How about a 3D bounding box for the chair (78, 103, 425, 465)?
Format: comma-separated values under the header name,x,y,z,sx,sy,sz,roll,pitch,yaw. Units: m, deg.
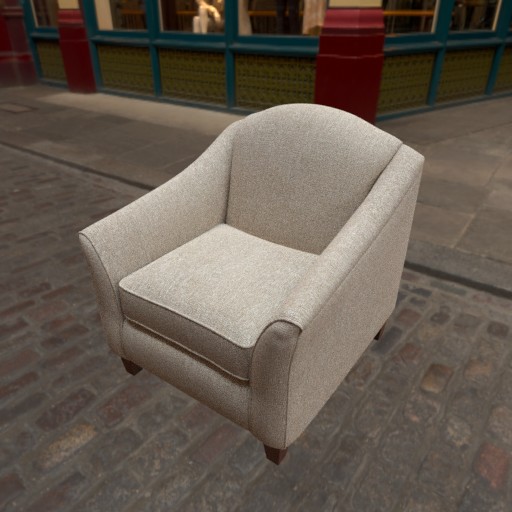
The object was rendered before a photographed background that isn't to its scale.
name,x,y,z,sx,sy,sz,roll,pitch,yaw
chair,0.000,0.000,1.441,0.763,0.839,0.787,19,35,30
